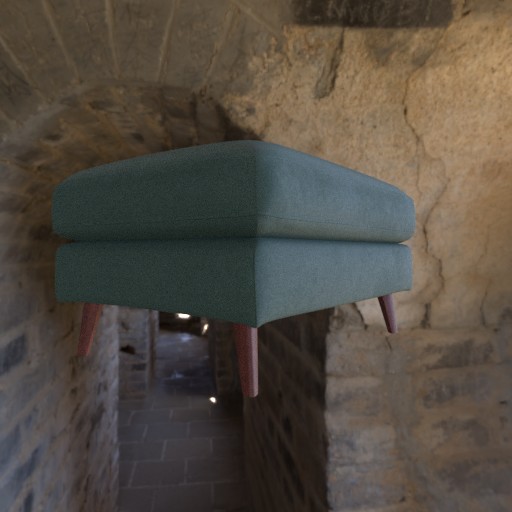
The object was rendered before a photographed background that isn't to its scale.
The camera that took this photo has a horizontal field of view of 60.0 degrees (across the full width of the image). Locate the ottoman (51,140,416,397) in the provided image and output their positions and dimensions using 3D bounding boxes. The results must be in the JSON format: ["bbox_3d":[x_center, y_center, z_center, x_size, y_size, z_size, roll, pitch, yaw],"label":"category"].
[{"bbox_3d":[0.000,0.000,1.144,0.608,0.449,0.811,0,1,36],"label":"ottoman"}]
